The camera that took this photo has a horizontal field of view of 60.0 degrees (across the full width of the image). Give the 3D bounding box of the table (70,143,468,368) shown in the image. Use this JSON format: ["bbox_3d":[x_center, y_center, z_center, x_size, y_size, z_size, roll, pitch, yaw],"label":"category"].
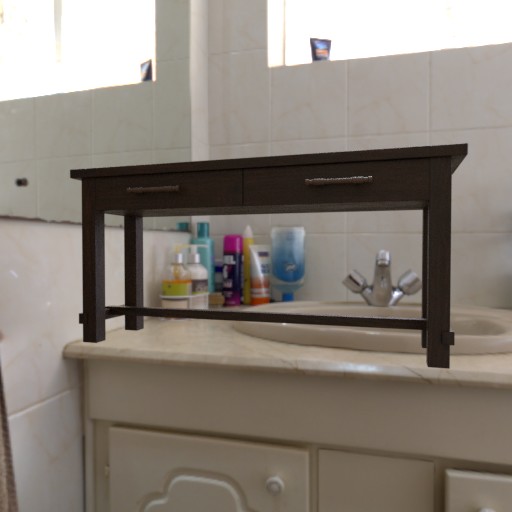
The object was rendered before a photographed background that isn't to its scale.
[{"bbox_3d":[0.000,0.000,1.899,1.599,0.762,0.442,0,1,17],"label":"table"}]
